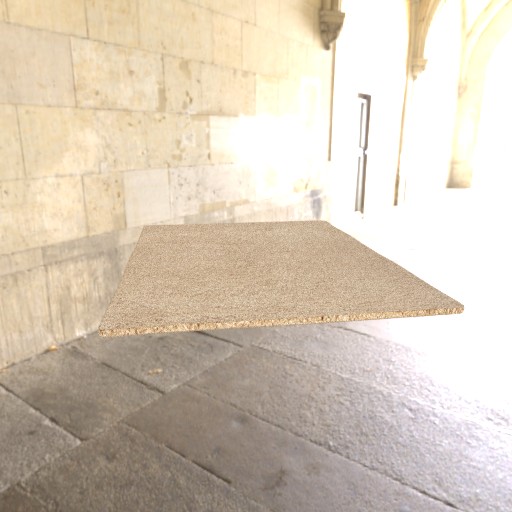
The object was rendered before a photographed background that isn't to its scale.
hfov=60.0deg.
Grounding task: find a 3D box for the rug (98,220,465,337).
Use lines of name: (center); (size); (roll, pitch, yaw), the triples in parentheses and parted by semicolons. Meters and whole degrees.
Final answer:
rug: (0.000, 0.000, 2.160); (1.199, 0.025, 1.600); (-2, 15, -8)
